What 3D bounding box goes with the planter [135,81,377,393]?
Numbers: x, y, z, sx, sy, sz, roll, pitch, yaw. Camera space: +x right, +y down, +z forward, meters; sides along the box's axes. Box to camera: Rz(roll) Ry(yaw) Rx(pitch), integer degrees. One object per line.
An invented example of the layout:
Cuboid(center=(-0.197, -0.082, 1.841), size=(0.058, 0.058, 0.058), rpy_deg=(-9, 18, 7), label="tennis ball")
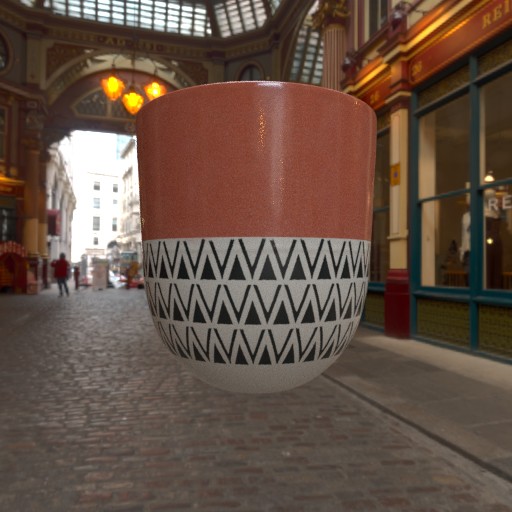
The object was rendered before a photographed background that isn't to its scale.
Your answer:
Cuboid(center=(0.000, 0.000, 0.369), size=(0.195, 0.214, 0.195), rpy_deg=(0, -1, 0), label="planter")
